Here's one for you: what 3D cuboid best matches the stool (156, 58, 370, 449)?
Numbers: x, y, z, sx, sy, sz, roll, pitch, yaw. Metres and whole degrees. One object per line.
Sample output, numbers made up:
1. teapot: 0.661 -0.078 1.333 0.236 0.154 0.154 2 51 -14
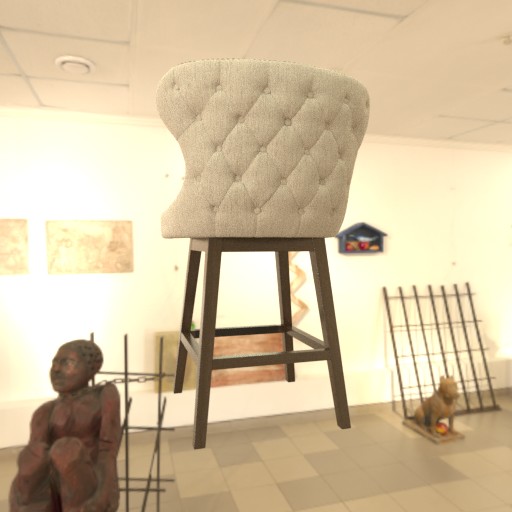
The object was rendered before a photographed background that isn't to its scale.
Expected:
1. stool: 0.000 0.000 1.364 0.615 0.972 0.597 -1 2 -17
